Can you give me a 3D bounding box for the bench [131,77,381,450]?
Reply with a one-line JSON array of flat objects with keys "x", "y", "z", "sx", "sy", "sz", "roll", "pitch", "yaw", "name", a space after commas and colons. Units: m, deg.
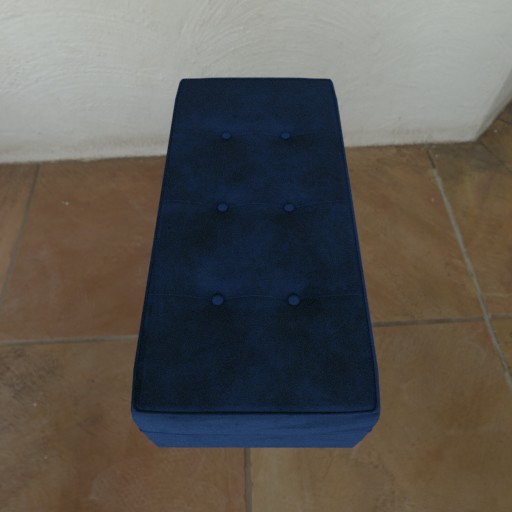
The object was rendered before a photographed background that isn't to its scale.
[{"x": 0.000, "y": 0.000, "z": 1.265, "sx": 0.489, "sy": 0.467, "sz": 1.010, "roll": 0, "pitch": 57, "yaw": 0, "name": "bench"}]
